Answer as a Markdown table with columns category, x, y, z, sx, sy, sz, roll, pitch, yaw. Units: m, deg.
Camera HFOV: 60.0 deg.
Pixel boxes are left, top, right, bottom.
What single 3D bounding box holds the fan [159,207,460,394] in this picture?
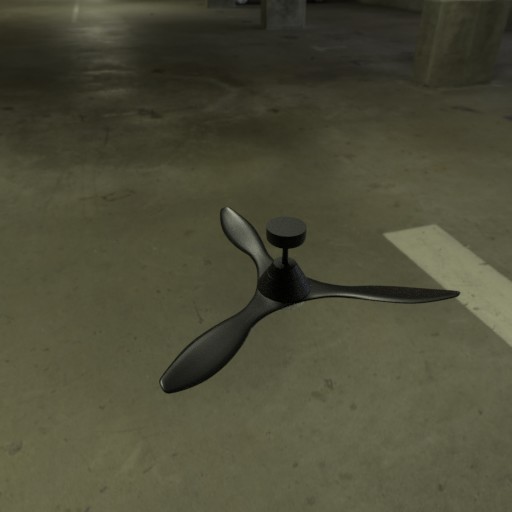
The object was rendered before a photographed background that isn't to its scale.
| category | x | y | z | sx | sy | sz | roll | pitch | yaw |
| --- | --- | --- | --- | --- | --- | --- | --- | --- | --- |
| fan | 0.000 | 0.000 | 1.647 | 1.067 | 0.305 | 1.067 | -21 | 39 | -29 |
